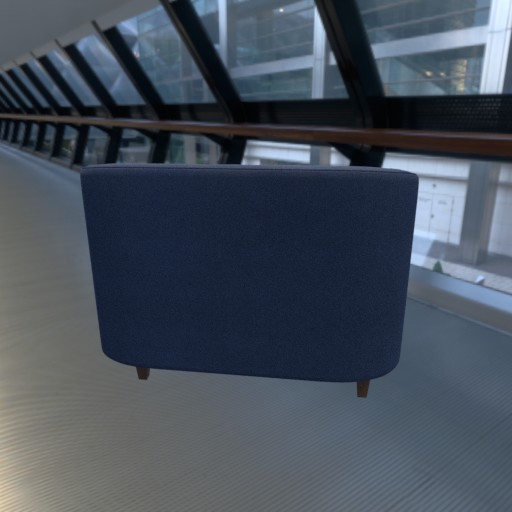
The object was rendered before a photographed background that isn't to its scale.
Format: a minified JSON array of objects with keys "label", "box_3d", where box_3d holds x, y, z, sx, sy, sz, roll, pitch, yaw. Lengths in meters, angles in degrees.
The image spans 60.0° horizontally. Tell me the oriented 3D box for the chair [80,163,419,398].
[{"label":"chair","box_3d":[0.000,0.000,1.769,1.118,0.787,0.914,2,17,8]}]
